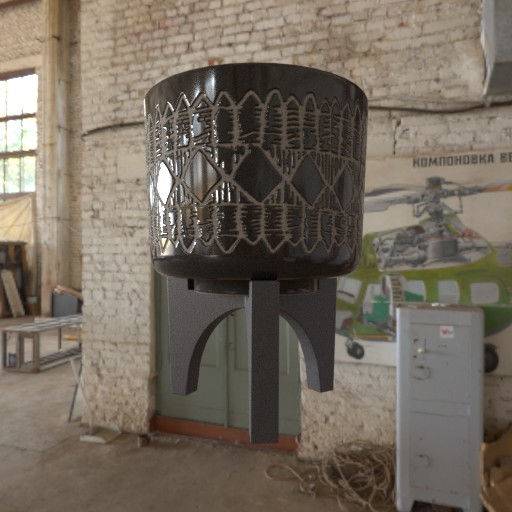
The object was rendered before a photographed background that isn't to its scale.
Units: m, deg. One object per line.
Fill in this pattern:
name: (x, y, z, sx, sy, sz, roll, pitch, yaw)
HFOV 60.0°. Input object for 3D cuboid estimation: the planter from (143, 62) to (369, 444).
planter: (0.000, 0.000, 0.397, 0.196, 0.264, 0.196, 0, 0, -34)
